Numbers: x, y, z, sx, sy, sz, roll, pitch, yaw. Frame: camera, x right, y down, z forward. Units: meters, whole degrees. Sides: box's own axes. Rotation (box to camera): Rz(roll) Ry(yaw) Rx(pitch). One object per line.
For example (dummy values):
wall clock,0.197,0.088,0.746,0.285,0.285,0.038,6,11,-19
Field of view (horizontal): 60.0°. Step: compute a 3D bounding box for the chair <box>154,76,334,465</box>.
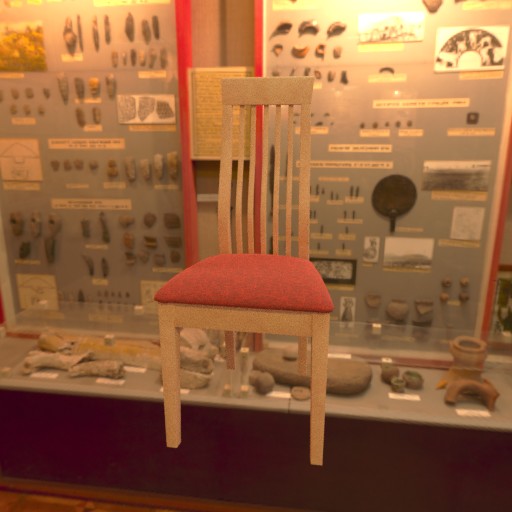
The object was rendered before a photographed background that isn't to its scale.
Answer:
chair,0.000,0.000,1.305,0.460,1.027,0.474,3,16,9
